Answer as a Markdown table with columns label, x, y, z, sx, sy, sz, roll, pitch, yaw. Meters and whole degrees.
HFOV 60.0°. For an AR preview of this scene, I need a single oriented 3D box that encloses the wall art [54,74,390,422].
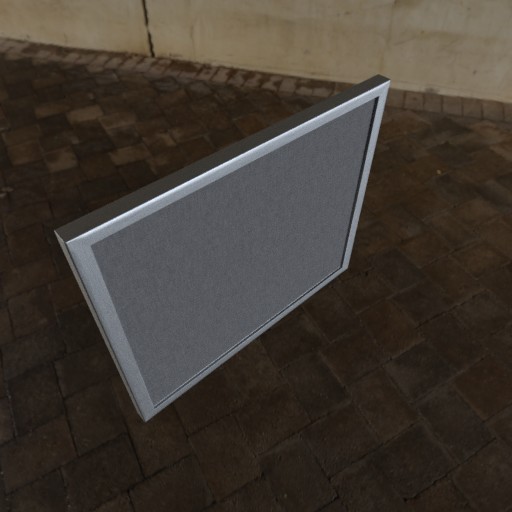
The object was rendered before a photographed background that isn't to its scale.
| label | x | y | z | sx | sy | sz | roll | pitch | yaw |
| --- | --- | --- | --- | --- | --- | --- | --- | --- | --- |
| wall art | 0.000 | 0.000 | 0.758 | 0.556 | 0.457 | 0.028 | -33 | 55 | -27 |
